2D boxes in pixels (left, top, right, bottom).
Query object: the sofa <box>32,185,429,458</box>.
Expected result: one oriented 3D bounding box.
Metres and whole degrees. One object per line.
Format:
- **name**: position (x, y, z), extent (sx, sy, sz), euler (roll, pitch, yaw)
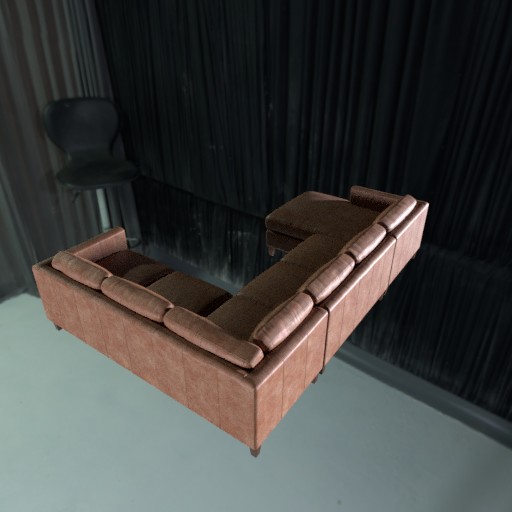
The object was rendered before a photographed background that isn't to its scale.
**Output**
- **sofa**: position (0.000, 0.000, 4.614), extent (2.430, 0.832, 3.401), euler (20, 36, 30)
